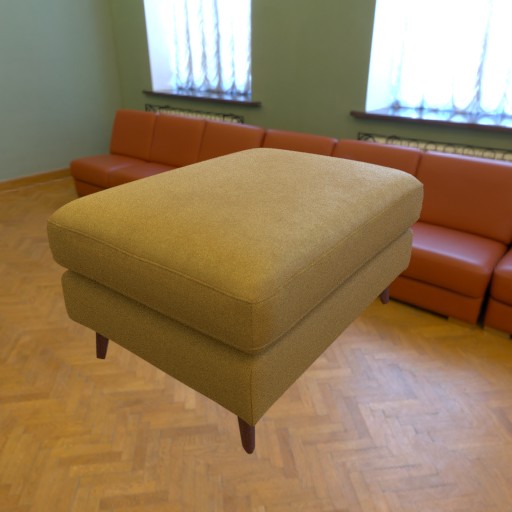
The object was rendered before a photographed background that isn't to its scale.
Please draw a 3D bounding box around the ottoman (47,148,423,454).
[{"bbox_3d":[0.000,0.000,1.157,0.608,0.449,0.811,18,31,33],"label":"ottoman"}]
